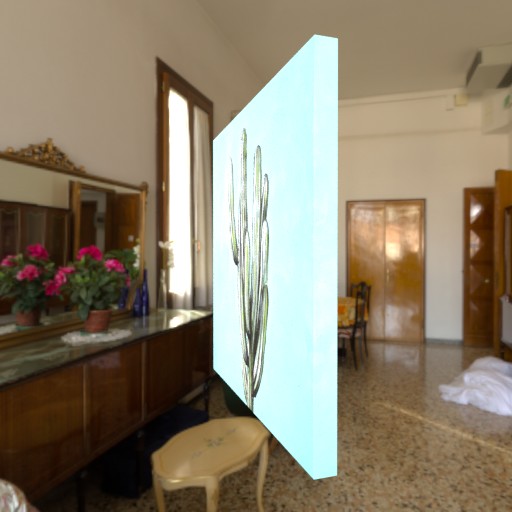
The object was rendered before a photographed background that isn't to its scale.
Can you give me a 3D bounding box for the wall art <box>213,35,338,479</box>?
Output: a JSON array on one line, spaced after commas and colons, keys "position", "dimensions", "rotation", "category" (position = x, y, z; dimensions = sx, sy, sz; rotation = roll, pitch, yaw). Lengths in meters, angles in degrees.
[{"position": [0.000, 0.000, 0.891], "dimensions": [0.036, 0.603, 0.603], "rotation": [0, 1, -18], "category": "wall art"}]
